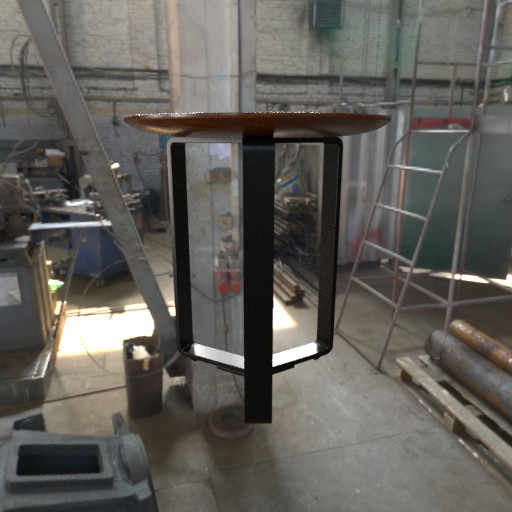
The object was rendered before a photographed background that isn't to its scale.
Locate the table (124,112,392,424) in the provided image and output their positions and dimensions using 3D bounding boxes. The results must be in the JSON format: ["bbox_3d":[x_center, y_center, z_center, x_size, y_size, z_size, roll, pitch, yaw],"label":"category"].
[{"bbox_3d":[0.000,0.000,0.756,0.410,0.450,0.380,8,18,28],"label":"table"}]
